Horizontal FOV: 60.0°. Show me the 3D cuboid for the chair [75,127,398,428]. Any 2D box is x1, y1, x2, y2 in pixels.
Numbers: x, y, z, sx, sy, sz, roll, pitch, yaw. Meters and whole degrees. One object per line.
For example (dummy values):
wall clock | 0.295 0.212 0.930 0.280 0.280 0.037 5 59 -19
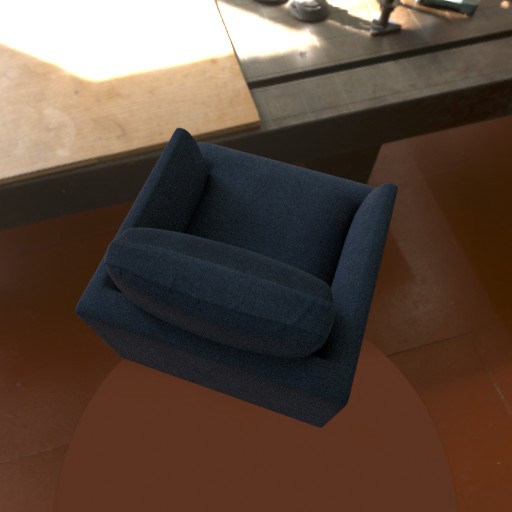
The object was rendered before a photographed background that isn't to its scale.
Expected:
chair | 0.000 0.000 1.601 0.858 0.957 0.899 17 64 9
